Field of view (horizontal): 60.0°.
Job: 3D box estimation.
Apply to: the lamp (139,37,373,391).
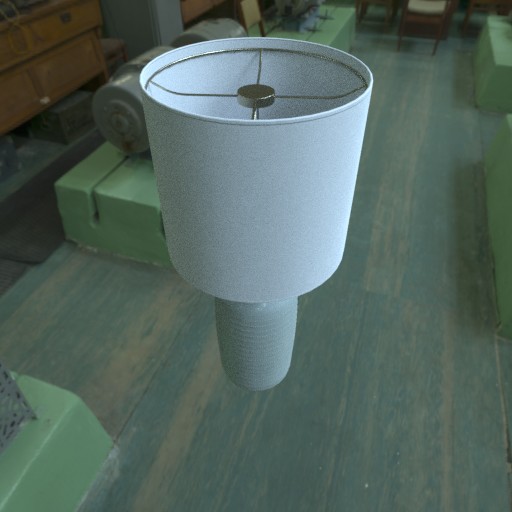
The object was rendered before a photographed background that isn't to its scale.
[{"bbox_3d":[0.000,0.000,0.583,0.220,0.475,0.220,12,43,13],"label":"lamp"}]
